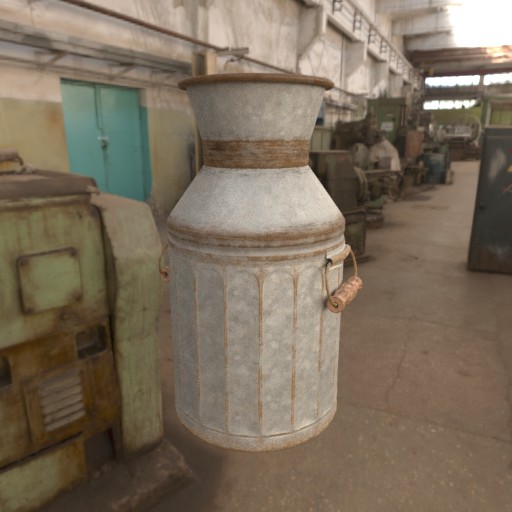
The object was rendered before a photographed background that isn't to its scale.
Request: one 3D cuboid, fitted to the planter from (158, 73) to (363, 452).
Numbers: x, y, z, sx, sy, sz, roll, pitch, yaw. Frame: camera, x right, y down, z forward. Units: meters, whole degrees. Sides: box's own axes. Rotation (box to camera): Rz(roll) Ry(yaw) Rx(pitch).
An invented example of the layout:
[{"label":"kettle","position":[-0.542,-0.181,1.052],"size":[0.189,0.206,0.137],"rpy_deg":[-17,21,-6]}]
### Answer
[{"label":"planter","position":[0.000,0.000,0.540],"size":[0.245,0.396,0.214],"rpy_deg":[8,18,26]}]
